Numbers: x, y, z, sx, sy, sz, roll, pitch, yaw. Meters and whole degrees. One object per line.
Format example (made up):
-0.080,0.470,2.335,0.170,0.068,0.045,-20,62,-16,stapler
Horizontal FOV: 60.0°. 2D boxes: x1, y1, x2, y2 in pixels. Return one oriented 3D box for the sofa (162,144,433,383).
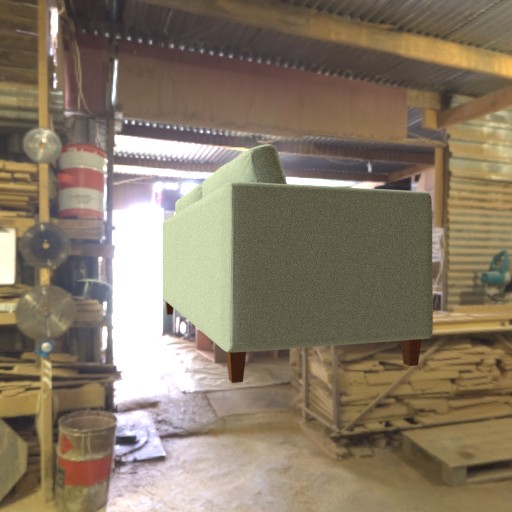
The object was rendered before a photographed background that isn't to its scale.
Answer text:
0.000,0.000,2.802,0.951,0.965,2.208,0,0,-18,sofa
